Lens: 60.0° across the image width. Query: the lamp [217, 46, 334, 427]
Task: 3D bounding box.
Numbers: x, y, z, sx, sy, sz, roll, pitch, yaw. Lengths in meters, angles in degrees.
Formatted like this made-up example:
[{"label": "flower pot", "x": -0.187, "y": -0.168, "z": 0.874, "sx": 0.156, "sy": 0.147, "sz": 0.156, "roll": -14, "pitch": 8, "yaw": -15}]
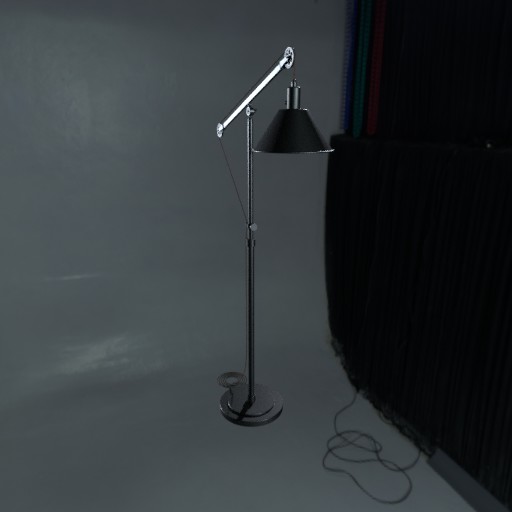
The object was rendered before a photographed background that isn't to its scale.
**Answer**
[{"label": "lamp", "x": 0.000, "y": 0.000, "z": 1.966, "sx": 0.319, "sy": 1.626, "sz": 0.904, "roll": -8, "pitch": 18, "yaw": -24}]
